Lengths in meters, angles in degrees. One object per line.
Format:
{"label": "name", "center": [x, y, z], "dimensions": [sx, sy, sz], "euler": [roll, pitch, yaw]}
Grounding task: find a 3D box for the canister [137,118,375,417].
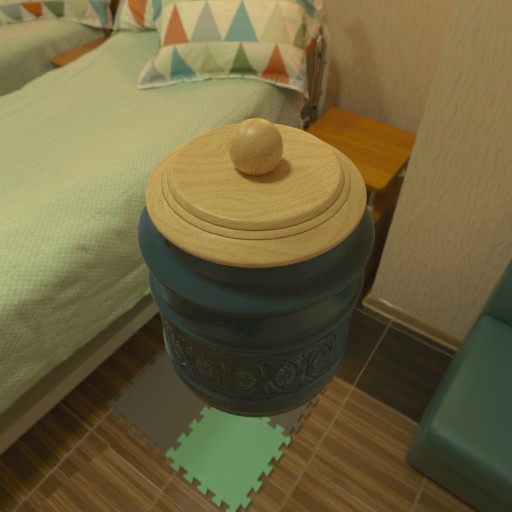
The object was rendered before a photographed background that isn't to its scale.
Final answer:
{"label": "canister", "center": [0.000, 0.000, 0.267], "dimensions": [0.130, 0.176, 0.130], "euler": [0, 46, 0]}
